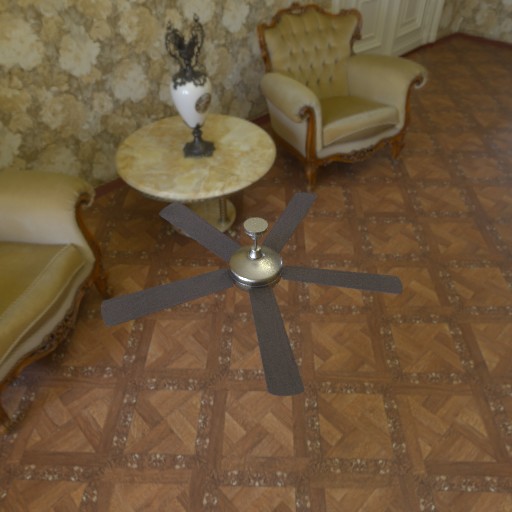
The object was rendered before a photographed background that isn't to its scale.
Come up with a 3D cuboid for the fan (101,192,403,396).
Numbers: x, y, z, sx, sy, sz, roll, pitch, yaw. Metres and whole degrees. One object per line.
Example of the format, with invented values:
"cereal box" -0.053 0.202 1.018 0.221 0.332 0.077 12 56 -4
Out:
"fan" 0.000 0.000 2.019 1.321 0.356 1.321 0 41 0
